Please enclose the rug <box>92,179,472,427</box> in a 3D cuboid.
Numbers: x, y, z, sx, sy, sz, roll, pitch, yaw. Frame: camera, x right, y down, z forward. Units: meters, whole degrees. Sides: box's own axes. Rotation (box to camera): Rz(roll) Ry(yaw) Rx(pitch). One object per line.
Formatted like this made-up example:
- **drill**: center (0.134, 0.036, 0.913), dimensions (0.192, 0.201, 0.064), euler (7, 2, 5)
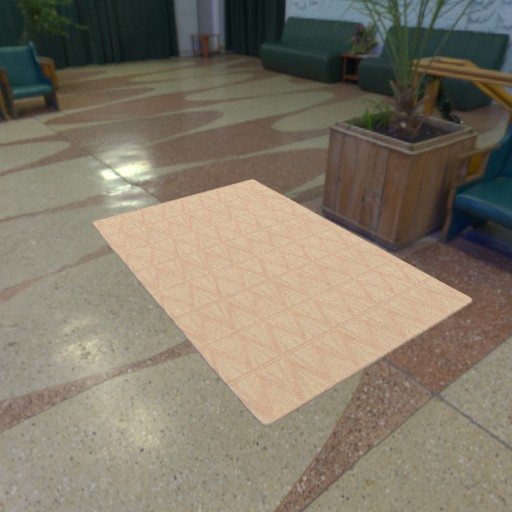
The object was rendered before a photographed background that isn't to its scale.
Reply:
- **rug**: center (0.000, 0.000, 3.152), dimensions (1.609, 0.015, 2.390), euler (-20, 37, -29)
